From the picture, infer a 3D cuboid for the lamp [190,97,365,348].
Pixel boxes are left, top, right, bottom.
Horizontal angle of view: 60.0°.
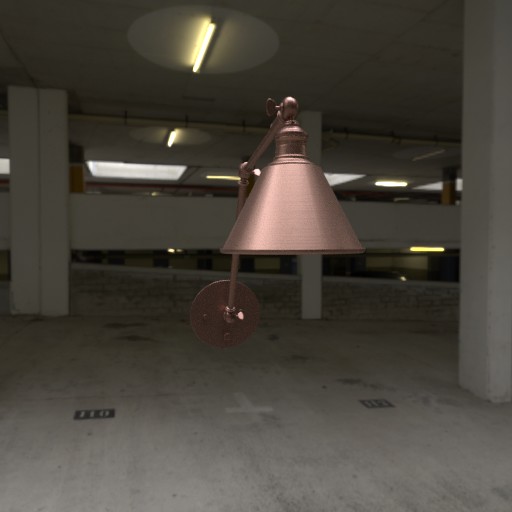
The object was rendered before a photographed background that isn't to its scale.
[{"bbox_3d":[0.000,0.000,0.885,0.223,0.502,0.624,-1,2,-16],"label":"lamp"}]
